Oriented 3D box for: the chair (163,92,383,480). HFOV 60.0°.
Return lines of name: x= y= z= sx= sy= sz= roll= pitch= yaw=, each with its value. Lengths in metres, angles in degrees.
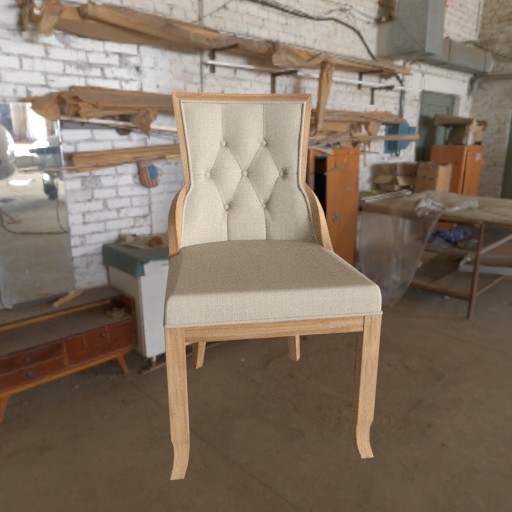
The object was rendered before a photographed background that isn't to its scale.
chair: x=0.000 y=0.000 z=1.302 sx=0.524 sy=0.947 sz=0.641 roll=-2 pitch=16 yaw=-8
